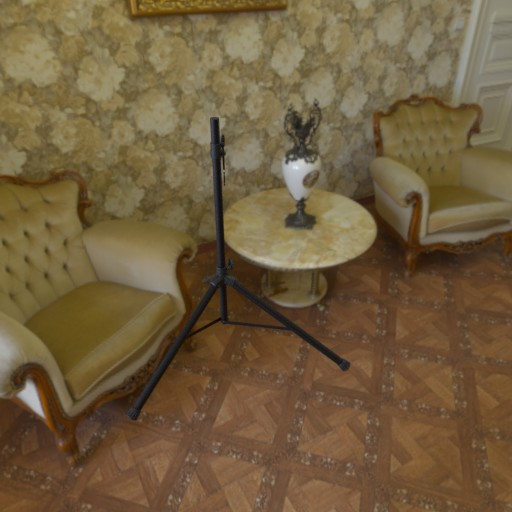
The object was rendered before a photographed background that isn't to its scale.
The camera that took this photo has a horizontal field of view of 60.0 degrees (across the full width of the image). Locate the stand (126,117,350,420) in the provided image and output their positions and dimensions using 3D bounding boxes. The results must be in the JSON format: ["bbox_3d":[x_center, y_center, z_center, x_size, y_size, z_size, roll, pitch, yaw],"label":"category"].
[{"bbox_3d":[0.000,0.000,1.877,0.907,1.136,1.045,8,33,12],"label":"stand"}]
